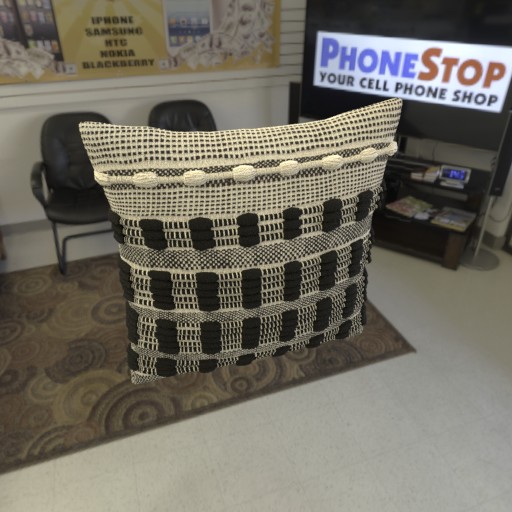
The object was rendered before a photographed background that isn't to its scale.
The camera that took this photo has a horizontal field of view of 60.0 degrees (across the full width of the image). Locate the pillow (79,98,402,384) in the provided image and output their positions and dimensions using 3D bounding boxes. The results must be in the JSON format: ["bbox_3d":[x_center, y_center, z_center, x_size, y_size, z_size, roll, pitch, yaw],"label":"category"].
[{"bbox_3d":[0.000,0.000,0.679,0.436,0.438,0.156,-9,33,-14],"label":"pillow"}]
